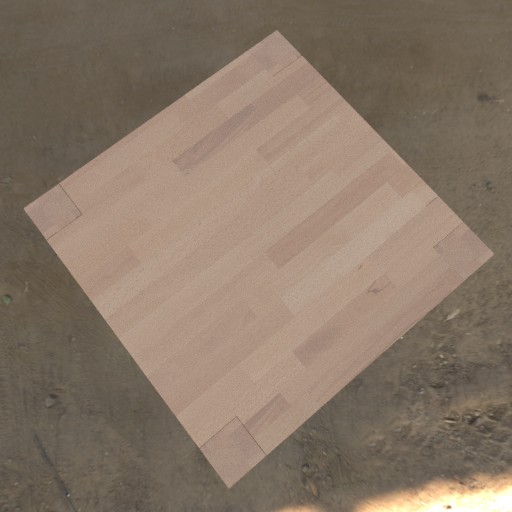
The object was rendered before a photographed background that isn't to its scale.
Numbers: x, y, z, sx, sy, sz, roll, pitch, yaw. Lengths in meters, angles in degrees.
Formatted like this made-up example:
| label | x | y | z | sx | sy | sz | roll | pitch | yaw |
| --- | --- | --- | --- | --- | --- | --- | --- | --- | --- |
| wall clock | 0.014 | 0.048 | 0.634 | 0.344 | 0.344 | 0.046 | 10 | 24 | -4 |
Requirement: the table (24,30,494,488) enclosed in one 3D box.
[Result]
| label | x | y | z | sx | sy | sz | roll | pitch | yaw |
| --- | --- | --- | --- | --- | --- | --- | --- | --- | --- |
| table | 0.000 | 0.000 | 1.145 | 0.700 | 0.451 | 0.700 | -38 | 79 | -8 |
